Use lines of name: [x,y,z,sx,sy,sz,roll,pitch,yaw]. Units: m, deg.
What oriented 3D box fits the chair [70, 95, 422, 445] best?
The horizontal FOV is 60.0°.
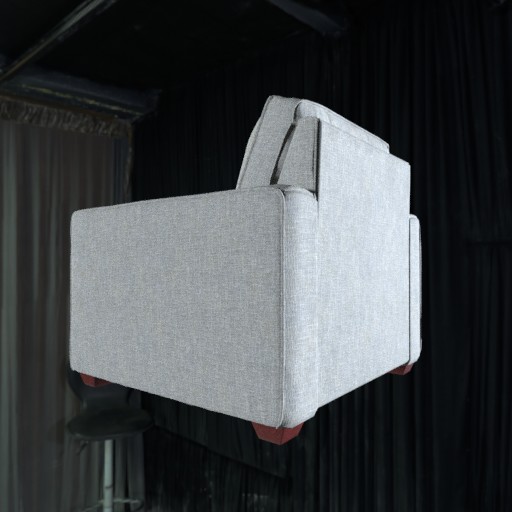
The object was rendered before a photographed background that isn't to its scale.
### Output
chair: [0.000,0.000,1.675,0.940,0.914,1.016,0,-1,38]
